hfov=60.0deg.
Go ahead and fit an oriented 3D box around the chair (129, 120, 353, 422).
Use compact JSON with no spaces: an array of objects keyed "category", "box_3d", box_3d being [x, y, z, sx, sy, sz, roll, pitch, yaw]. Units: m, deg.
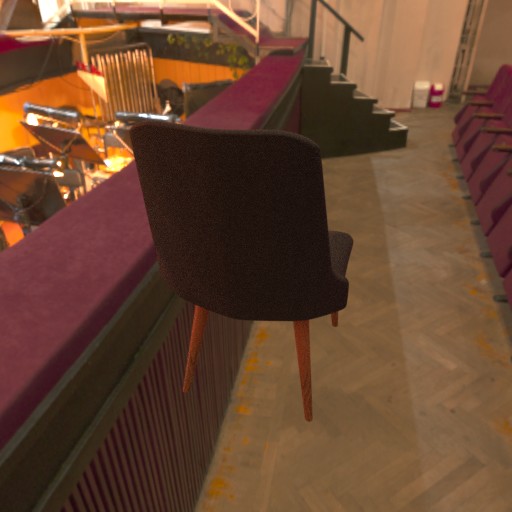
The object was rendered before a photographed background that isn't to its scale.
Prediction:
[{"category":"chair","box_3d":[0.000,0.000,1.177,0.504,0.820,0.567,8,32,14]}]
